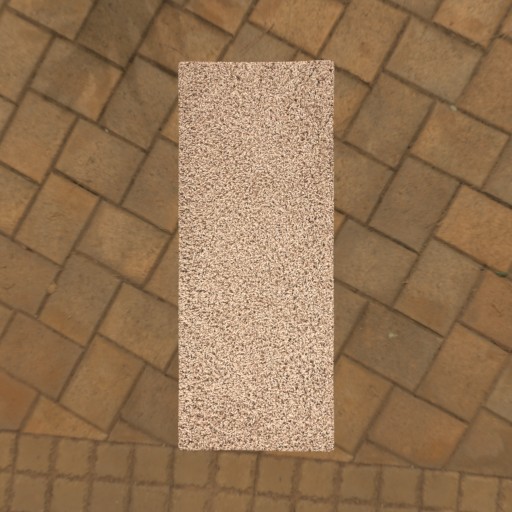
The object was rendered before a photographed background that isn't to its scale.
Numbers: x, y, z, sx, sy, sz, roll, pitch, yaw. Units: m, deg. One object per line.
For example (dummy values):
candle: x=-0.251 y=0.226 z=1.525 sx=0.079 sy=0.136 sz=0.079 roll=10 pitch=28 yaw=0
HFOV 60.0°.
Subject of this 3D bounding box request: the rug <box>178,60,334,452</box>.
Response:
rug: x=0.000 y=0.000 z=1.738 sx=0.609 sy=0.030 sz=1.524 roll=0 pitch=90 yaw=1
